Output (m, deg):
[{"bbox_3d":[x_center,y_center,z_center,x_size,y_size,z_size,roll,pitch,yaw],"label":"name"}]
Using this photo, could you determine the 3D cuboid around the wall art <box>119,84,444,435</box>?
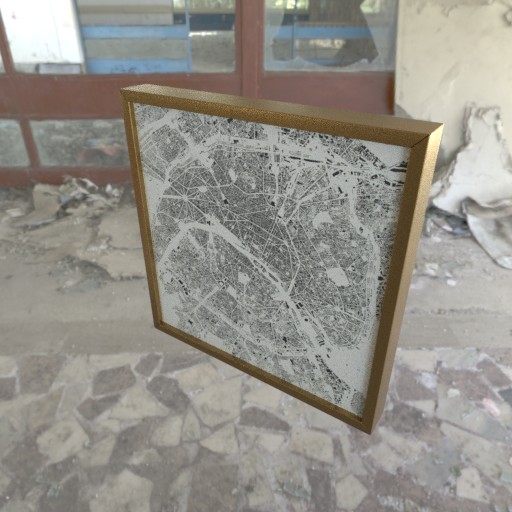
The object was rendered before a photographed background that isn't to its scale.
[{"bbox_3d":[0.000,0.000,0.458,0.305,0.305,0.037,19,35,29],"label":"wall art"}]
